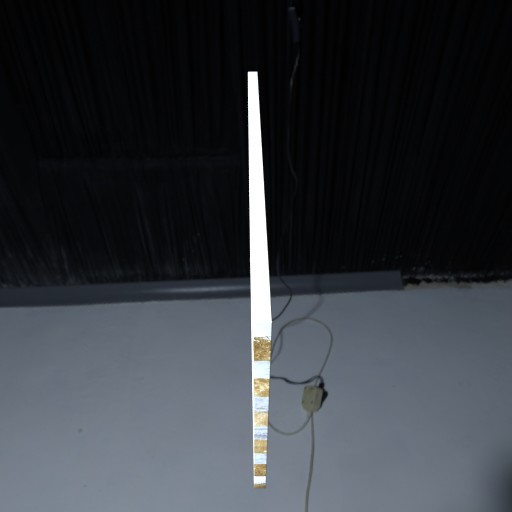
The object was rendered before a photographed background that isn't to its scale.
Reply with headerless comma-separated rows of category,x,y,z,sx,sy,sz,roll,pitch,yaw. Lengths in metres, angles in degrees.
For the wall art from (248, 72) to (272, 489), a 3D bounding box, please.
wall art,0.000,0.000,1.165,0.027,0.610,0.932,-1,43,-1
